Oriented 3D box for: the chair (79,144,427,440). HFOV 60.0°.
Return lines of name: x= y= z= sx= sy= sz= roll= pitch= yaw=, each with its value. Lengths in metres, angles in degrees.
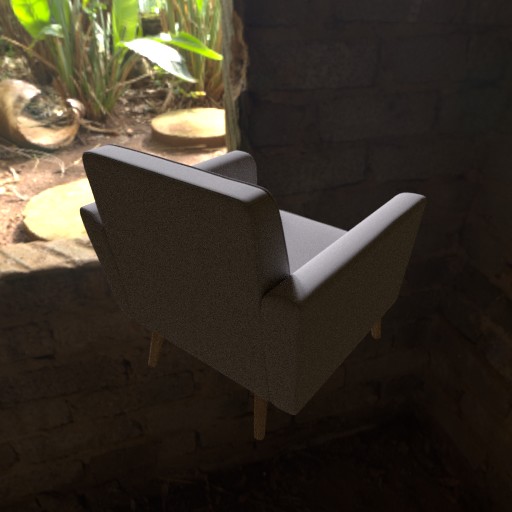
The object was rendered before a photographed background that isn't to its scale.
chair: x=0.000 y=0.000 z=1.415 sx=0.780 sy=0.780 sz=0.750 roll=22 pitch=37 yaw=32
